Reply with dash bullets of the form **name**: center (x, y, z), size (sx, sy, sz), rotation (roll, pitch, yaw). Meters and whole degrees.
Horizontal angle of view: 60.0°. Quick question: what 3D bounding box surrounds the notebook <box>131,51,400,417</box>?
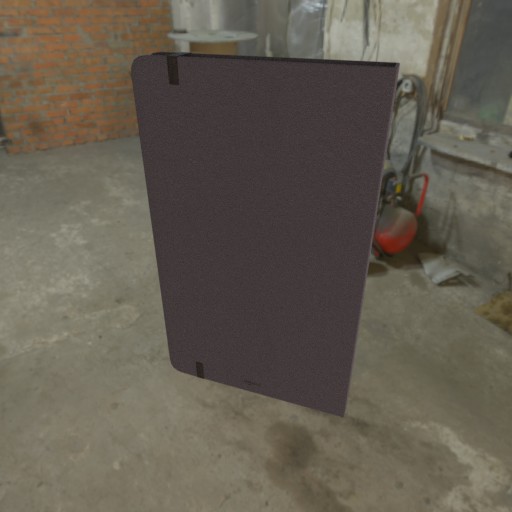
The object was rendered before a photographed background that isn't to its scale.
- **notebook**: center (0.000, 0.000, 0.259), size (0.127, 0.213, 0.016), rotation (10, 33, 17)
